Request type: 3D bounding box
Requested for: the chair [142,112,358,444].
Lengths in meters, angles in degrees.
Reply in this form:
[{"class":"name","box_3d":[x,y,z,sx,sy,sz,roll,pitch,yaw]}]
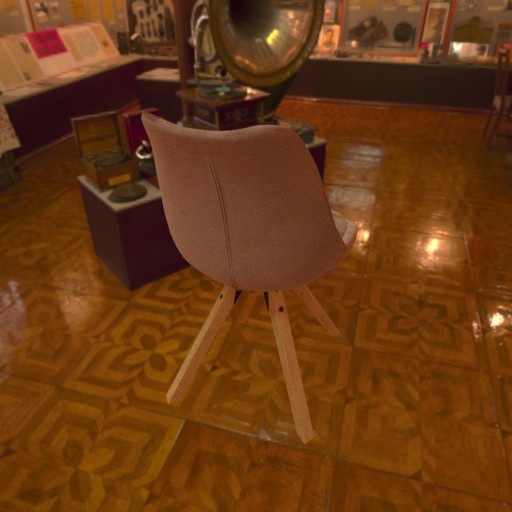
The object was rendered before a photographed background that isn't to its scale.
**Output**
[{"class":"chair","box_3d":[0.000,0.000,1.161,0.485,0.850,0.550,10,35,15]}]
